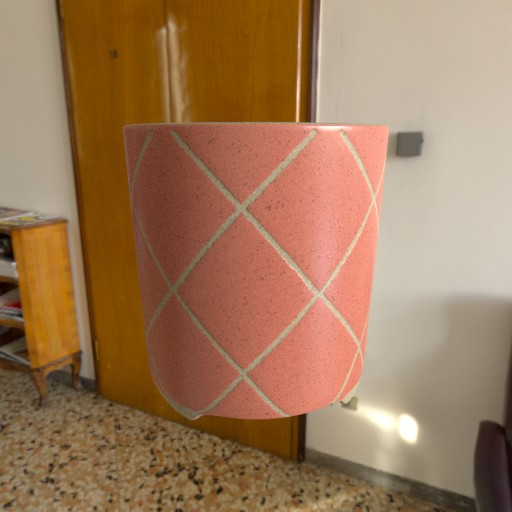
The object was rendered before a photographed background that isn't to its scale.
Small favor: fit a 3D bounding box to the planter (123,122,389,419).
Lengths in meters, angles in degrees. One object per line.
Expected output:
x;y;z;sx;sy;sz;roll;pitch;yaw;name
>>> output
0.000;0.000;0.356;0.191;0.200;0.191;0;15;0;planter
